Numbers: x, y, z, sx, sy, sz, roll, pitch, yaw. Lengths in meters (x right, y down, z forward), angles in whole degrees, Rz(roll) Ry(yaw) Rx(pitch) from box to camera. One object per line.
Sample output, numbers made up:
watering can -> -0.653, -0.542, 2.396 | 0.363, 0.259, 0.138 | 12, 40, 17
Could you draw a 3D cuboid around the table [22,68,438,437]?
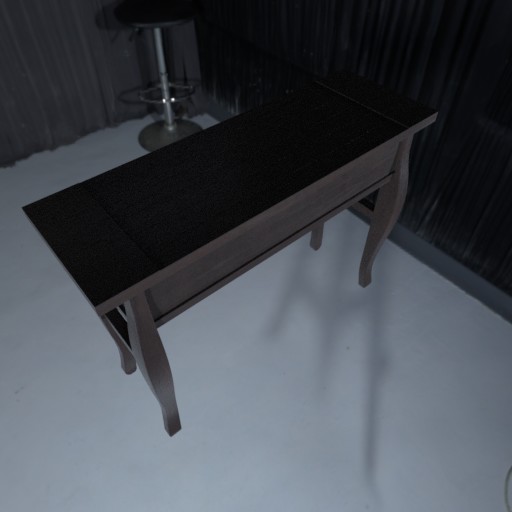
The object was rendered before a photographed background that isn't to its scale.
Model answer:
table -> 0.000, 0.000, 1.405 | 1.062, 0.768, 0.373 | -32, 55, -26
